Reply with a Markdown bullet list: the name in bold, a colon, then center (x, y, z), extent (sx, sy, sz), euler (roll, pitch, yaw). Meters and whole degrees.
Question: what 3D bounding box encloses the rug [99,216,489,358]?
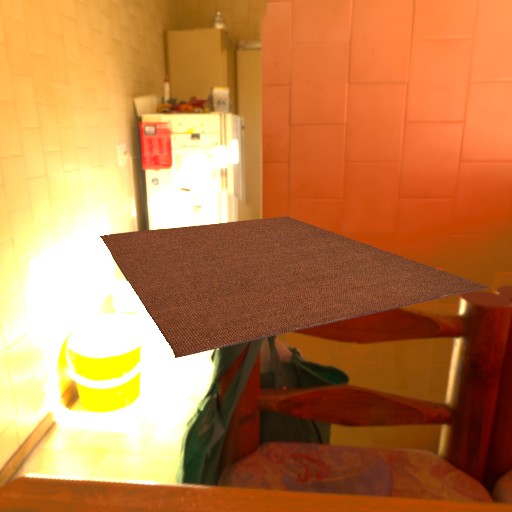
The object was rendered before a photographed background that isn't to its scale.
- **rug**: center (0.000, 0.000, 4.168), extent (2.456, 0.021, 3.068), euler (-8, 18, -25)
